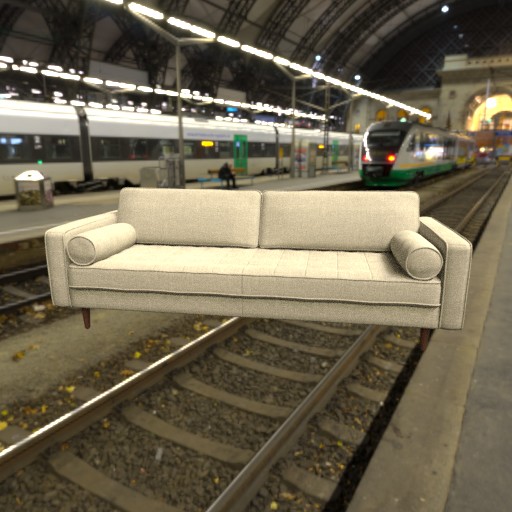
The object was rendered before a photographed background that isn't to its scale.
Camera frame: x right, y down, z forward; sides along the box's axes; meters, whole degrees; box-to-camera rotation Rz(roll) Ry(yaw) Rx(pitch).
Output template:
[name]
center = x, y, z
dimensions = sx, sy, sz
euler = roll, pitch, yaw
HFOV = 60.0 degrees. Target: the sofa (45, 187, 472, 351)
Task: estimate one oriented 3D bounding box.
[sofa]
center = 0.000, 0.000, 2.683
dimensions = 2.211, 0.762, 0.914
euler = 2, 13, 9
